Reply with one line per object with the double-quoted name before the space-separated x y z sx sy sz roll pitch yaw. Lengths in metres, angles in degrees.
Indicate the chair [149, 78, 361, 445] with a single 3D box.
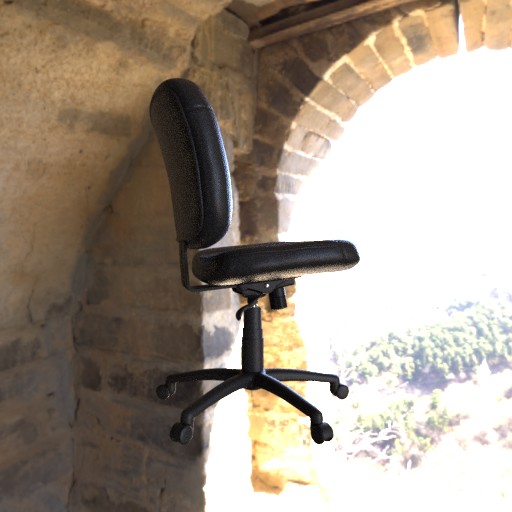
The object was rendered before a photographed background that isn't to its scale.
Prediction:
"chair" 0.000 0.000 1.395 0.646 0.959 0.647 0 1 -18
